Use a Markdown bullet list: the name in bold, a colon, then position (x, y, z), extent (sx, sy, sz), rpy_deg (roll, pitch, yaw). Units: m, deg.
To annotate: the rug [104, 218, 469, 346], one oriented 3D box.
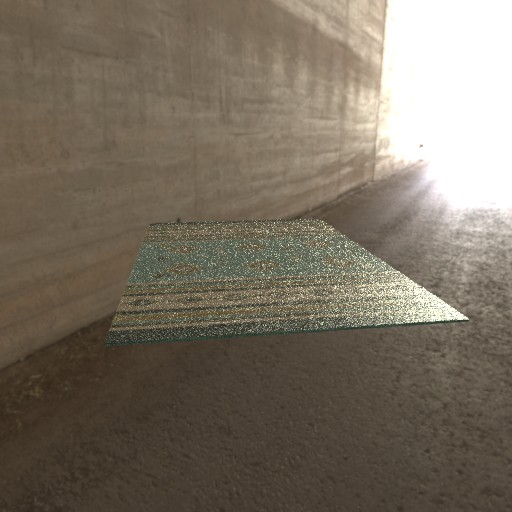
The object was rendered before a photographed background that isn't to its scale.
- **rug**: position (0.000, 0.000, 2.300), extent (1.212, 0.010, 1.811), rpy_deg (-2, 16, -8)
